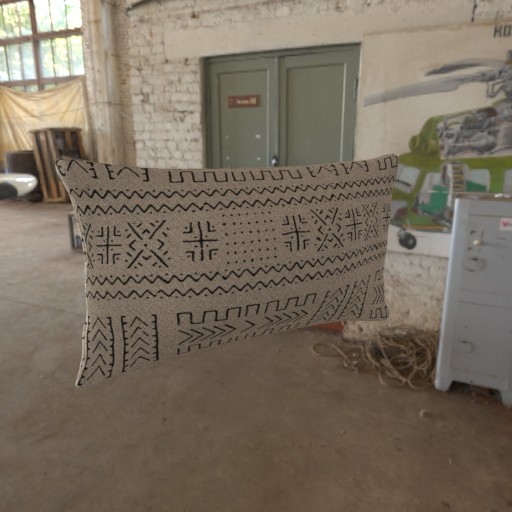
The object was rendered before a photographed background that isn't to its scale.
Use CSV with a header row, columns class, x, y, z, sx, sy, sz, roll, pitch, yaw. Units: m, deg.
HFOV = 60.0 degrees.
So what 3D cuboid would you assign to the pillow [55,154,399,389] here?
class,x,y,z,sx,sy,sz,roll,pitch,yaw
pillow,0.000,0.000,0.792,0.637,0.352,0.188,-7,16,-27
